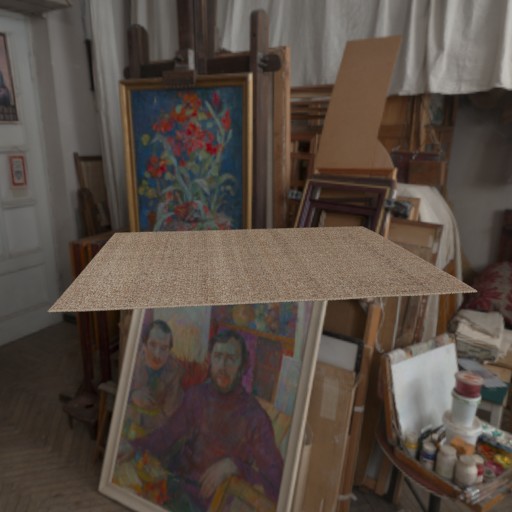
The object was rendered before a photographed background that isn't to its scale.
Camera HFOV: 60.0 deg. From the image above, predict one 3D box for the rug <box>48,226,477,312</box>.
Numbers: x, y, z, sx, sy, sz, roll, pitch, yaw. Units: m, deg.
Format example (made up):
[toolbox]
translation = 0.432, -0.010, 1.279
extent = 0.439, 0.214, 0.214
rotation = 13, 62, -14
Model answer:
[rug]
translation = 0.000, 0.000, 4.225
extent = 3.048, 0.013, 2.439
rotation = -2, 15, -7
